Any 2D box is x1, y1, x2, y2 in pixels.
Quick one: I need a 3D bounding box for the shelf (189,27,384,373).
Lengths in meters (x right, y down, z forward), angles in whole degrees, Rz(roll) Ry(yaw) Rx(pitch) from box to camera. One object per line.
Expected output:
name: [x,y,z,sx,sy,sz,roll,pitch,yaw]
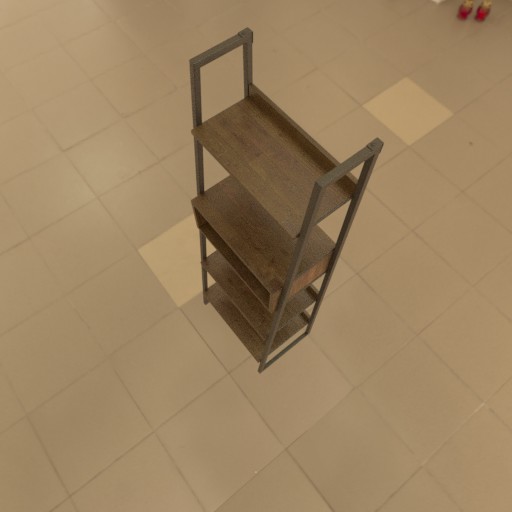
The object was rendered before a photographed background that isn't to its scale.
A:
shelf: [0.000,0.000,2.260,0.454,2.005,0.652,-36,69,-16]
